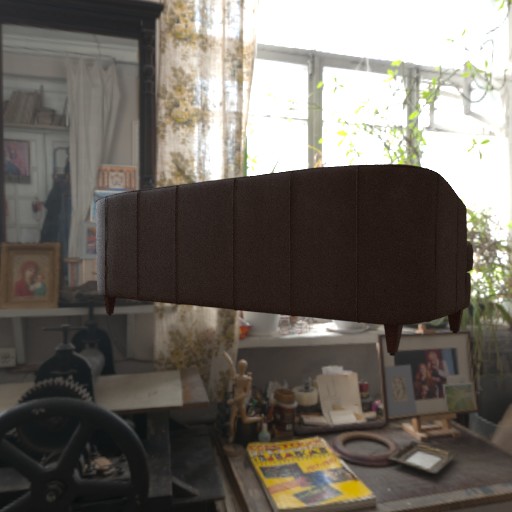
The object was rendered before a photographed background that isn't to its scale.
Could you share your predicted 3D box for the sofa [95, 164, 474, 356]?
[{"bbox_3d":[0.000,0.000,2.629,2.227,0.787,0.927,0,1,37],"label":"sofa"}]
